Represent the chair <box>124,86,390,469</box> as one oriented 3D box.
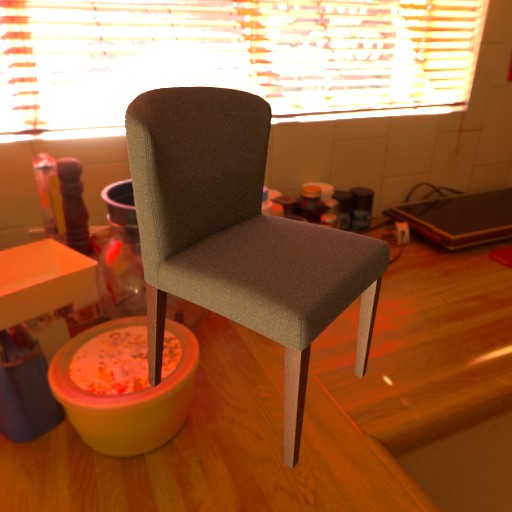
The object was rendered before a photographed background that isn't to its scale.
[{"bbox_3d":[0.000,0.000,1.206,0.592,0.839,0.491,18,31,32],"label":"chair"}]
